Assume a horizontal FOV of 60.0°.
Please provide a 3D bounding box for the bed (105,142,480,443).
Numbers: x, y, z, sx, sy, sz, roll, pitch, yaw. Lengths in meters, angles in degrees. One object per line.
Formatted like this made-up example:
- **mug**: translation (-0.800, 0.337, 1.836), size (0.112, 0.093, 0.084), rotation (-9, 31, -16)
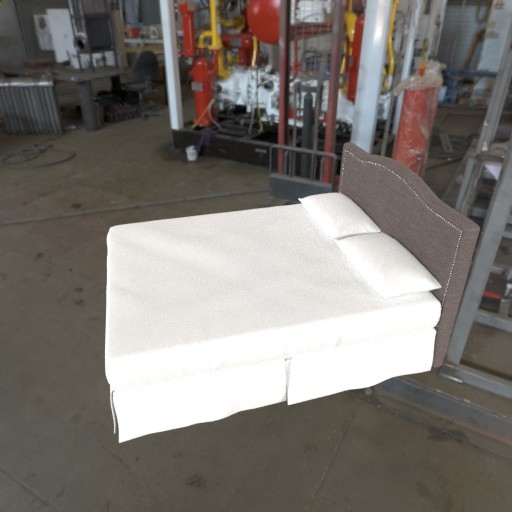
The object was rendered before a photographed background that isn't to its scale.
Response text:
- **bed**: translation (0.000, 0.000, 3.938), size (2.689, 1.457, 2.161), rotation (-8, 32, -13)
